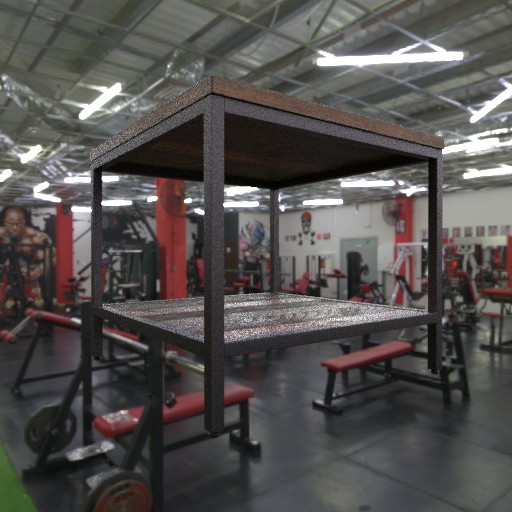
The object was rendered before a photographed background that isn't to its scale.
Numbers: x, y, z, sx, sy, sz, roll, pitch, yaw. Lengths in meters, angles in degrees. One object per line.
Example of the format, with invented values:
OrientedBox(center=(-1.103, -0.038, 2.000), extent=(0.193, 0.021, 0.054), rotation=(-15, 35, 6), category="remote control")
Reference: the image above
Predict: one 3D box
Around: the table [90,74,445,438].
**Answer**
OrientedBox(center=(0.000, 0.000, 0.964), extent=(0.548, 0.482, 0.553), rotation=(0, 1, -36), category="table")
